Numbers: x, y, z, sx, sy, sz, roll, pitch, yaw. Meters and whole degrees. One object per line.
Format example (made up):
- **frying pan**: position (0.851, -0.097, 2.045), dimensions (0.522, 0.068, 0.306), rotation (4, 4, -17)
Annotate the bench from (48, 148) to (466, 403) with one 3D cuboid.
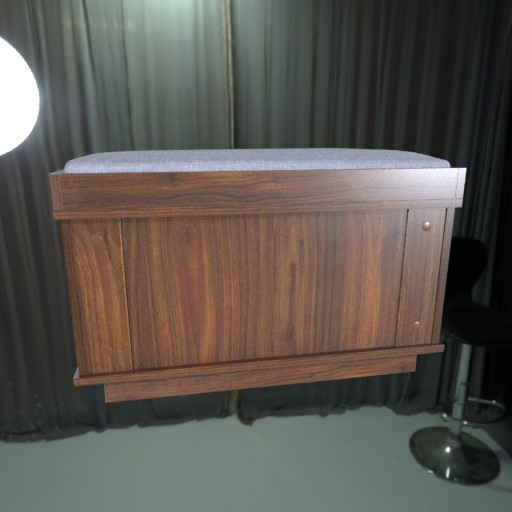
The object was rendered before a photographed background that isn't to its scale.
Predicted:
- **bench**: position (0.000, 0.000, 0.989), dimensions (0.734, 0.461, 0.362), rotation (-3, 16, -10)
